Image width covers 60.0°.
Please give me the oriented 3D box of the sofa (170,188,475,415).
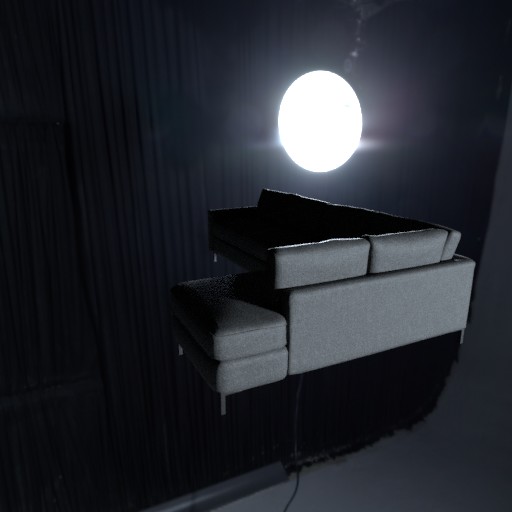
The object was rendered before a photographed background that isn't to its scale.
[{"bbox_3d":[0.000,0.000,3.921,1.984,0.858,2.972,-7,17,-26],"label":"sofa"}]
